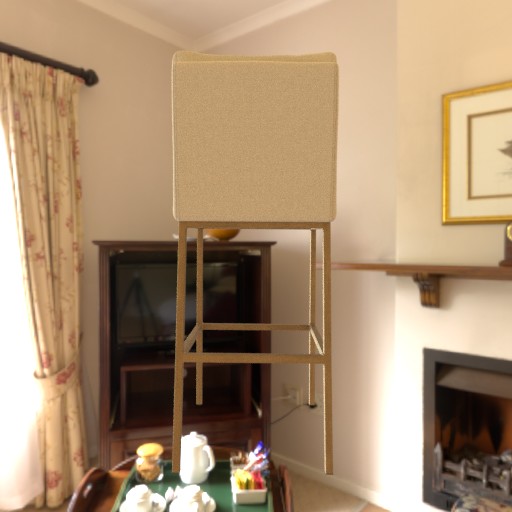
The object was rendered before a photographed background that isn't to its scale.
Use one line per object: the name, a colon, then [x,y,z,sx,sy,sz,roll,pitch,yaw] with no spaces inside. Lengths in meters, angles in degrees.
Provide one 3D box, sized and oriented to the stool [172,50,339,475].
stool: [0.000,0.000,1.408,0.463,1.125,0.572,0,1,1]
